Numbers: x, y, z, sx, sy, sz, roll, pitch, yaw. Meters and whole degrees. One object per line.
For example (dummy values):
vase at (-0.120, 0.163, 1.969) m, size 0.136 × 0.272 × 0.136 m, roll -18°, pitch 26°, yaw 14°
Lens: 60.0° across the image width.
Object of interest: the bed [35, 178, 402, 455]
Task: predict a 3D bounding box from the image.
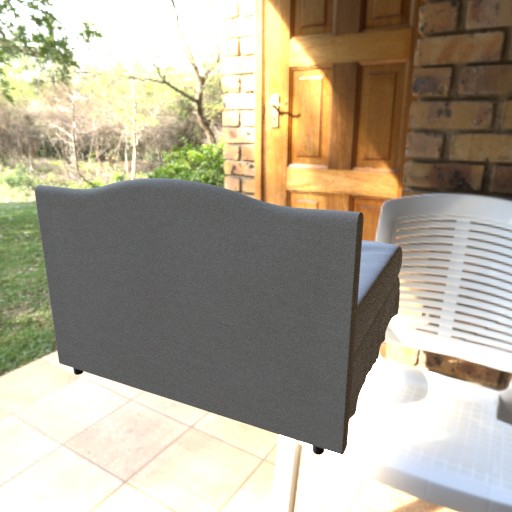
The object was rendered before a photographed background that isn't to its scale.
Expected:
bed at (0.000, 0.000, 3.469) m, size 2.083 × 1.421 × 2.182 m, roll 8°, pitch 18°, yaw 25°
